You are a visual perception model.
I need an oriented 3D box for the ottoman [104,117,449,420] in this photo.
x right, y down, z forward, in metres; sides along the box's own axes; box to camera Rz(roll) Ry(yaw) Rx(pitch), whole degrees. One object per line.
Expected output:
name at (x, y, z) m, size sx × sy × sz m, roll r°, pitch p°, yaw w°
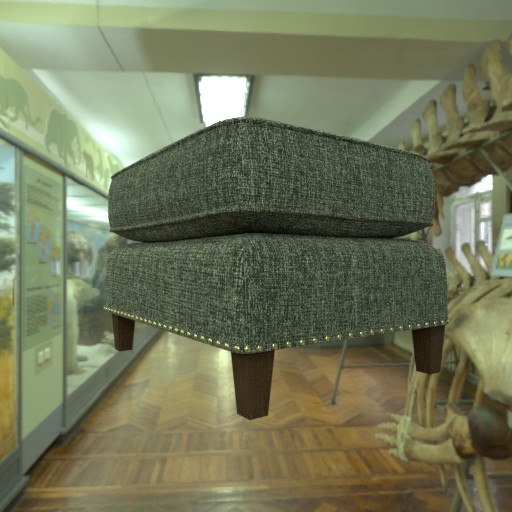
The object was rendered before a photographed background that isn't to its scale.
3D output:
ottoman at (0.000, 0.000, 1.145) m, size 0.589 × 0.537 × 0.738 m, roll 0°, pitch 0°, yaw -35°
